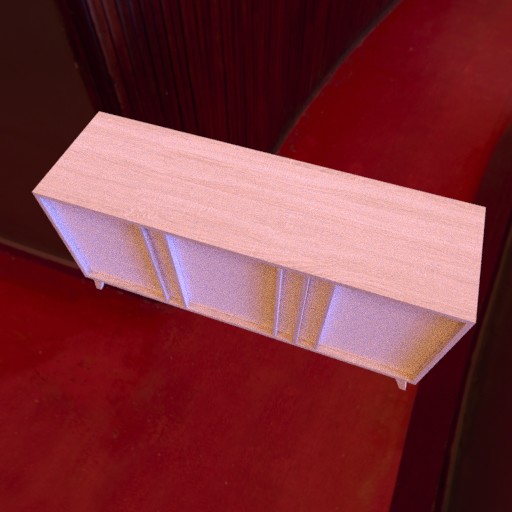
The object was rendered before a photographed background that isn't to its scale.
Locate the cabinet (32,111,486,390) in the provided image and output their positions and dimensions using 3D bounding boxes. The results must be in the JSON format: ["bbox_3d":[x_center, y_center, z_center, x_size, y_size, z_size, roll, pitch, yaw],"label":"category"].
[{"bbox_3d":[0.000,0.000,2.008,1.649,0.780,0.500,16,58,11],"label":"cabinet"}]
